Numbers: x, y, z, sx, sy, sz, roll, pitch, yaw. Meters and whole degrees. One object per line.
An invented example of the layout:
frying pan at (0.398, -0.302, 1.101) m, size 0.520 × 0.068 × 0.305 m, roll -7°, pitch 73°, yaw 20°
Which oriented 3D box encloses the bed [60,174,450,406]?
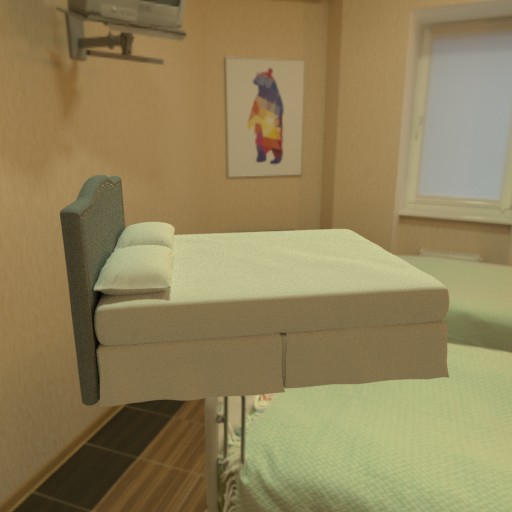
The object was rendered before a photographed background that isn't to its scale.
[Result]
bed at (0.000, 0.000, 3.949) m, size 2.689 × 1.457 × 2.161 m, roll -3°, pitch 16°, yaw -9°
